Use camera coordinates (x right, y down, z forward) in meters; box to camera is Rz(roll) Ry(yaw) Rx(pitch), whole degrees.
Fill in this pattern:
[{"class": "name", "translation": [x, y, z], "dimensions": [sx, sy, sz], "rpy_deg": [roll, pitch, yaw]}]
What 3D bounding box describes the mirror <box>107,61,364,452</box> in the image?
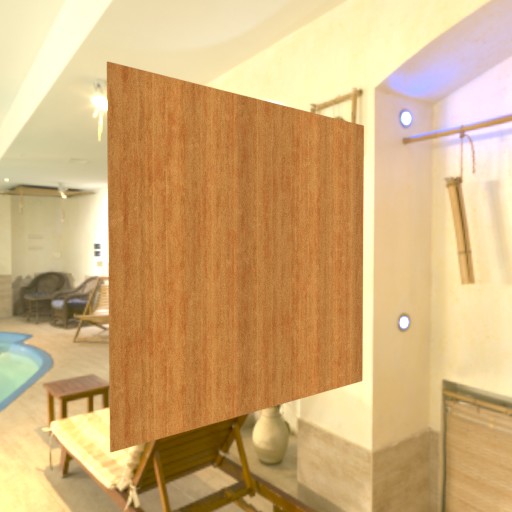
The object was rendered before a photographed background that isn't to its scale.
[{"class": "mirror", "translation": [0.000, 0.000, 0.952], "dimensions": [0.651, 0.651, 0.047], "rpy_deg": [-1, 2, -37]}]
